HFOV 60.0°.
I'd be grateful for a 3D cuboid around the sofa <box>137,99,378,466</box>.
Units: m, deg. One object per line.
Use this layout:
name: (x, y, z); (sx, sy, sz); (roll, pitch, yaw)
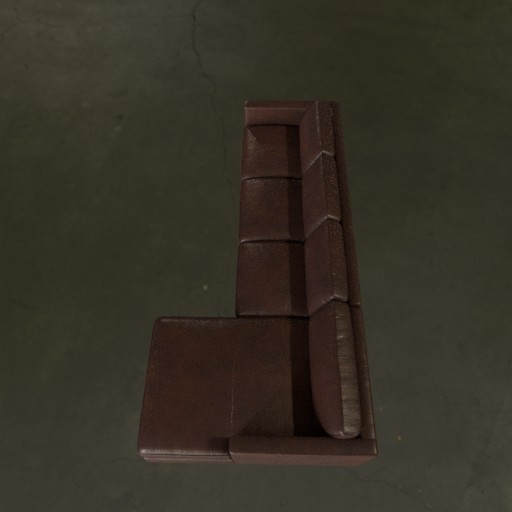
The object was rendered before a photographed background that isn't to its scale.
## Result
sofa: (0.000, 0.000, 3.807); (1.581, 0.883, 3.203); (1, 60, 1)
